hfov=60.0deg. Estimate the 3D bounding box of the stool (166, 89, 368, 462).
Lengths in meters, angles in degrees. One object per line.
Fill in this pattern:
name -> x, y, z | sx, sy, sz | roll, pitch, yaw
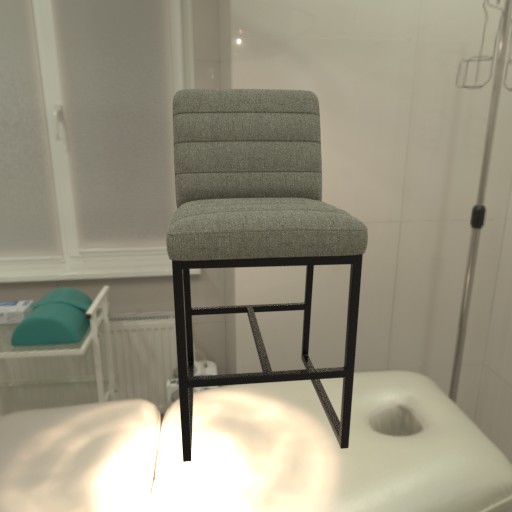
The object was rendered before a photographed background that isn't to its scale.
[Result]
stool -> 0.000, 0.000, 1.274 | 0.460, 0.940, 0.560 | -2, 16, -7
